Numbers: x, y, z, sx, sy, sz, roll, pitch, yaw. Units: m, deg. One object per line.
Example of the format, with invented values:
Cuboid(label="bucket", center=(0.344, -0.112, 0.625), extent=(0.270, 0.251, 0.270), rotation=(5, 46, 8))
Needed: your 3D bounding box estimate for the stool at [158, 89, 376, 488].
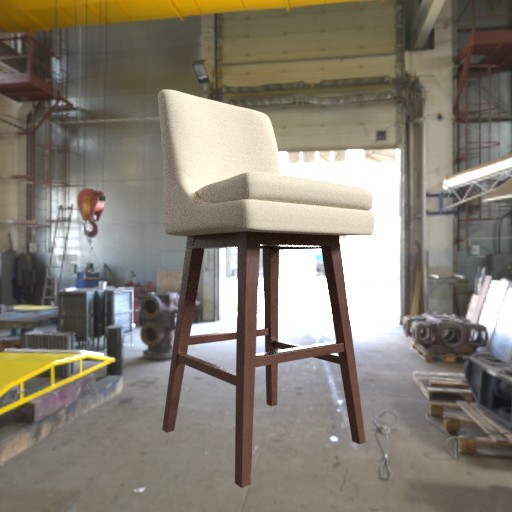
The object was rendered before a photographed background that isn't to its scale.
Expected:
Cuboid(label="stool", center=(0.000, 0.000, 1.364), extent=(0.483, 1.093, 0.559), rotation=(0, 0, -36))
